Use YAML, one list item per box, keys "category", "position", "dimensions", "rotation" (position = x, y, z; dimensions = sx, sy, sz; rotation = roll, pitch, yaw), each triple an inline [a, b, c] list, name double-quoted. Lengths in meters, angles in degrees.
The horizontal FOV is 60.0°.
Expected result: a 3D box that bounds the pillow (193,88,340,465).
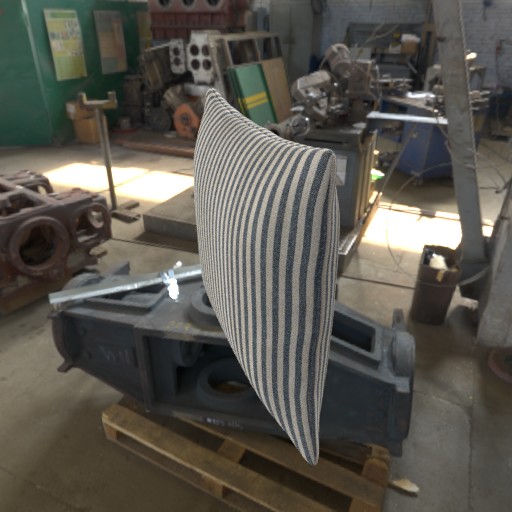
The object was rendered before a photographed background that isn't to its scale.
- category: "pillow"
  position: [0.000, 0.000, 0.801]
  dimensions: [0.166, 0.510, 0.523]
  rotation: [-10, 30, -17]
